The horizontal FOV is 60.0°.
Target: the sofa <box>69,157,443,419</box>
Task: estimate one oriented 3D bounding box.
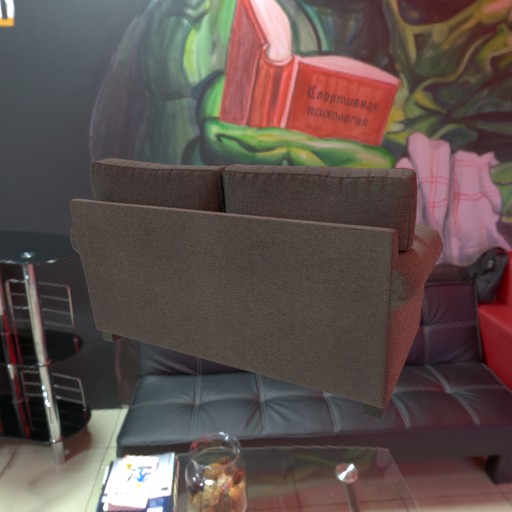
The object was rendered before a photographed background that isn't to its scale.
[{"bbox_3d":[0.000,0.000,2.264,1.701,0.966,0.966,8,17,27],"label":"sofa"}]
